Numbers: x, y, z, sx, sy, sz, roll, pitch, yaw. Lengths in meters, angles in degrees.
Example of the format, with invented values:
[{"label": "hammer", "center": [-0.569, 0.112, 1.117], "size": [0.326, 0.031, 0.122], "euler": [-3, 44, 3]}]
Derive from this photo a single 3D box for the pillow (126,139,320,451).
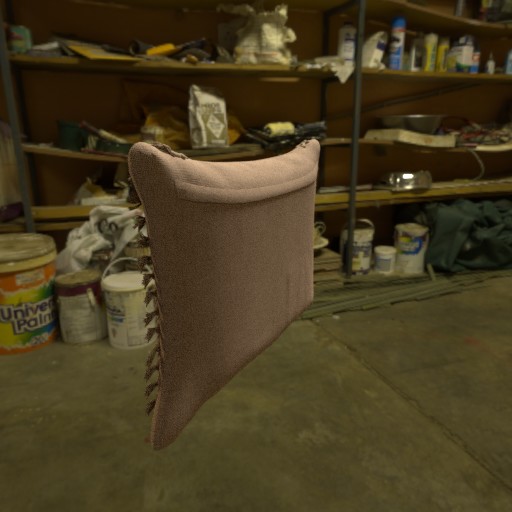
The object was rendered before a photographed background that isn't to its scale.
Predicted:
[{"label": "pillow", "center": [0.000, 0.000, 0.597], "size": [0.084, 0.305, 0.466], "euler": [7, 17, 25]}]
